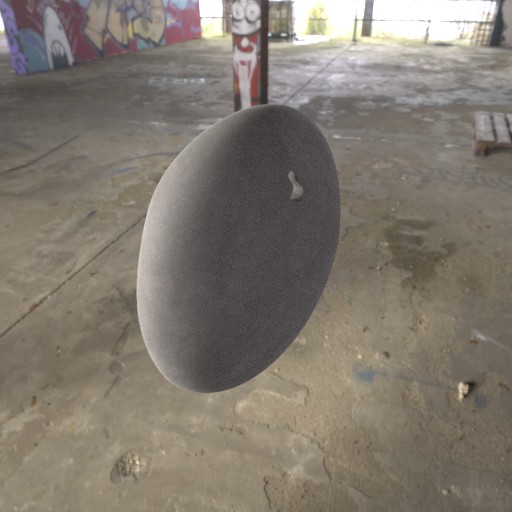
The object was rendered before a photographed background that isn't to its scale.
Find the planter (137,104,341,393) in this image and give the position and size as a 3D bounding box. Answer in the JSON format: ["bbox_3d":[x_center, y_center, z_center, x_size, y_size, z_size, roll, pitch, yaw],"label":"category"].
[{"bbox_3d":[0.000,0.000,0.288,0.071,0.188,0.185,22,37,32],"label":"planter"}]
